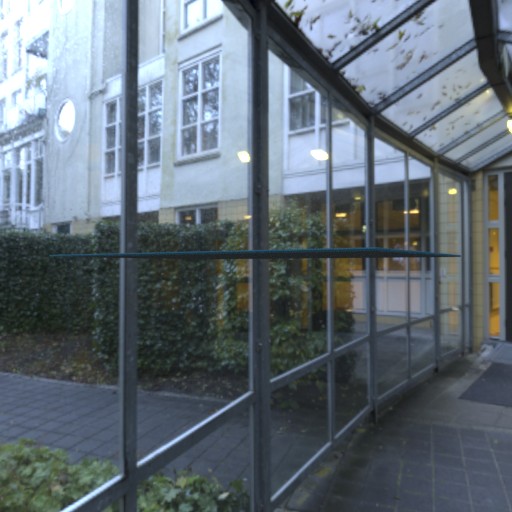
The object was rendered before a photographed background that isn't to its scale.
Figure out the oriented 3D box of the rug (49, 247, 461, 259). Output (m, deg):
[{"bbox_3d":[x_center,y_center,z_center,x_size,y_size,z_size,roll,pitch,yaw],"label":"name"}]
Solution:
[{"bbox_3d":[0.000,0.000,2.936,2.213,0.013,1.594,-1,-1,35],"label":"rug"}]
